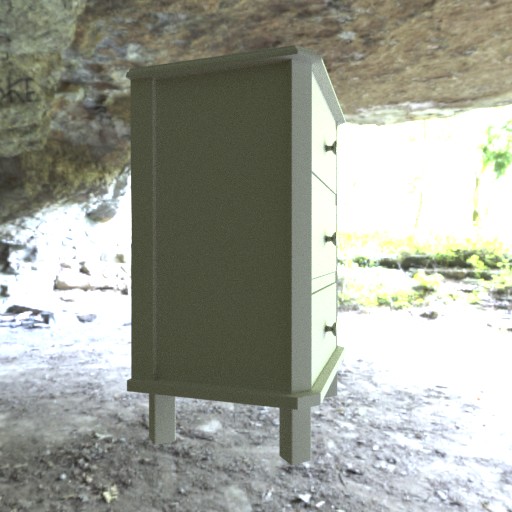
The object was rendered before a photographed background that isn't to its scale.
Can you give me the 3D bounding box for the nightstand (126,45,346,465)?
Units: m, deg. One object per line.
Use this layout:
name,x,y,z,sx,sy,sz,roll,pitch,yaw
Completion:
nightstand,0.000,0.000,0.949,0.351,0.681,0.435,0,1,17
